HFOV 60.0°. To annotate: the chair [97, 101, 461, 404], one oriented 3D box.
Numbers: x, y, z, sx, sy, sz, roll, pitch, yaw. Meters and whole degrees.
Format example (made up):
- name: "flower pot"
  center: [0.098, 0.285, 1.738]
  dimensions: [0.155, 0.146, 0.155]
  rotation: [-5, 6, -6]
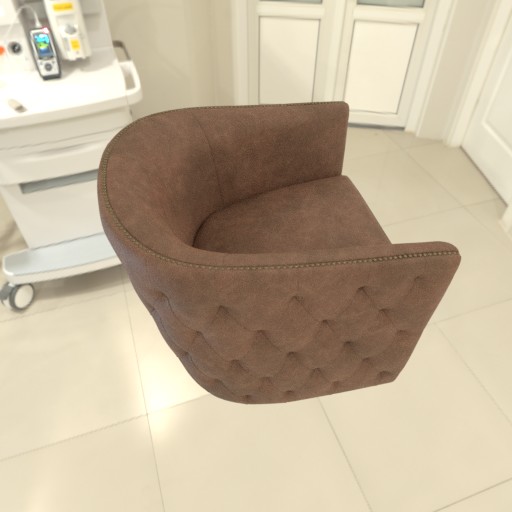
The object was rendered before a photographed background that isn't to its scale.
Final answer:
- name: "chair"
  center: [0.000, 0.000, 1.508]
  dimensions: [0.870, 0.790, 0.850]
  rotation: [-9, 46, -8]
